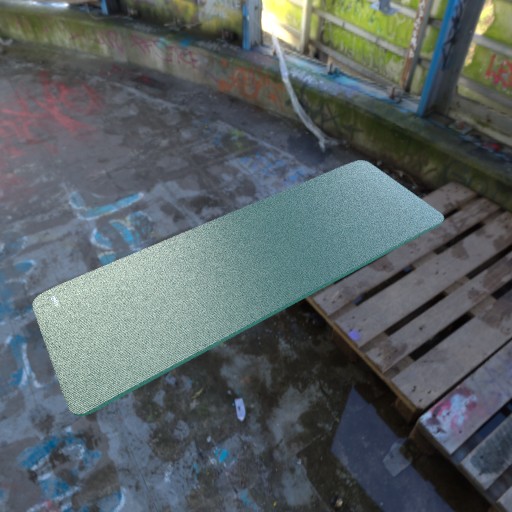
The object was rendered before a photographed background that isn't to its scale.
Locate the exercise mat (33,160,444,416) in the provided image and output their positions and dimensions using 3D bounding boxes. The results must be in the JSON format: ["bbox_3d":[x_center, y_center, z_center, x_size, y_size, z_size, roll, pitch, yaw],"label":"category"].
[{"bbox_3d":[0.000,0.000,2.021,1.869,0.021,0.616,-25,52,-22],"label":"exercise mat"}]
